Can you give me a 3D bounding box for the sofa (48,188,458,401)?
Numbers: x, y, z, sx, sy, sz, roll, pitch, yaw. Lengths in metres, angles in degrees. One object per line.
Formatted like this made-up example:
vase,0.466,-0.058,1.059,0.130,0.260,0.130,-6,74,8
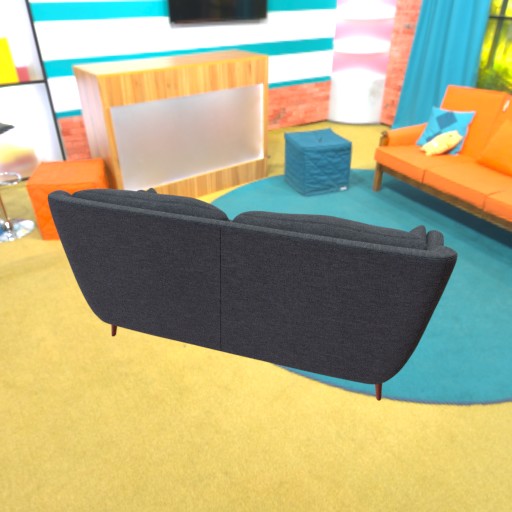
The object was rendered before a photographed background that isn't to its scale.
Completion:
sofa,0.000,0.000,2.433,1.929,0.896,0.975,10,33,15
